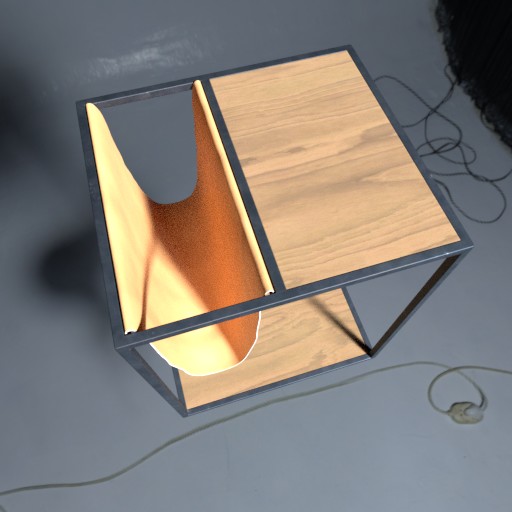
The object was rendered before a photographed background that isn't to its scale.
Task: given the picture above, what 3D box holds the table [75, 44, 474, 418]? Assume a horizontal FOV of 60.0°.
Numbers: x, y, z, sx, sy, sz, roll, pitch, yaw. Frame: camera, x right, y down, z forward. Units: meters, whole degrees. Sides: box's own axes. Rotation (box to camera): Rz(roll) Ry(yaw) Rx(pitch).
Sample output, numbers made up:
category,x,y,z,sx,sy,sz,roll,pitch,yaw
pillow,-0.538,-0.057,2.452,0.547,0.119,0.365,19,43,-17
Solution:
category,x,y,z,sx,sy,sz,roll,pitch,yaw
table,0.000,0.000,0.844,0.450,0.536,0.399,-15,63,-8
